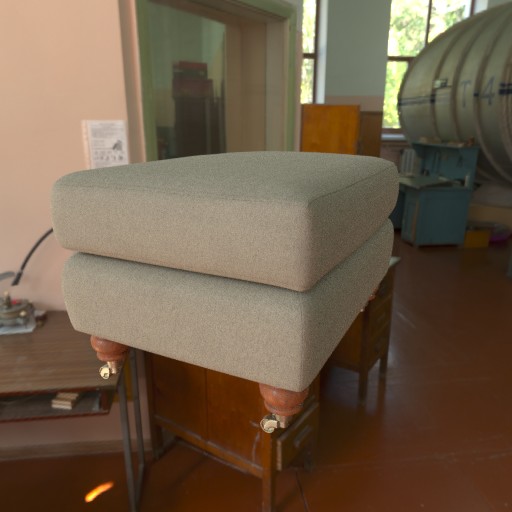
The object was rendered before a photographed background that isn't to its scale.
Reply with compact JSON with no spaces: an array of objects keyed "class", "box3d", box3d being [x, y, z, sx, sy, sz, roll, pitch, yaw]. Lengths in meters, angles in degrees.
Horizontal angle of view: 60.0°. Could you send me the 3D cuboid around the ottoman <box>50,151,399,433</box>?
[{"class":"ottoman","box3d":[0.000,0.000,1.125,0.569,0.504,0.773,8,19,26]}]
